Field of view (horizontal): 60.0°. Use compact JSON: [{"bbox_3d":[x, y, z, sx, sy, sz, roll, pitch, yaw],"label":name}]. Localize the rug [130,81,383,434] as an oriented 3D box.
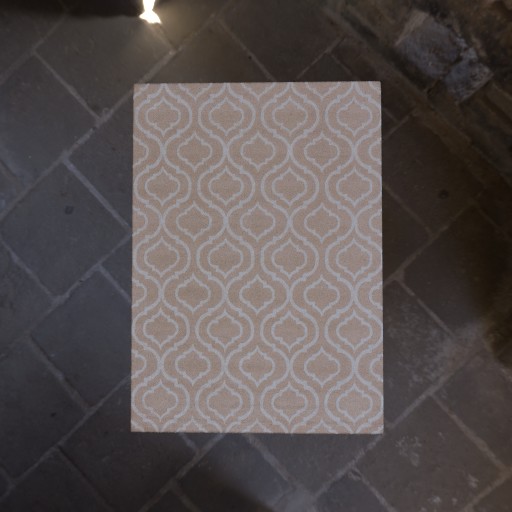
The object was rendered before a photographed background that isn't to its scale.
[{"bbox_3d":[0.000,0.000,2.701,1.524,0.010,2.134,0,88,1],"label":"rug"}]
